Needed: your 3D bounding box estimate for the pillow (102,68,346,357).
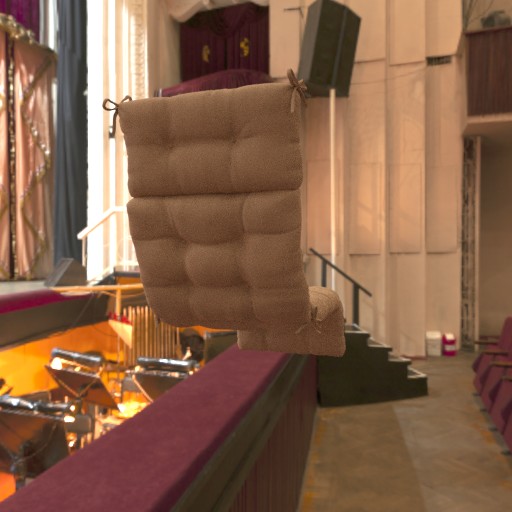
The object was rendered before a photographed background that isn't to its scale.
[{"bbox_3d":[0.000,0.000,1.528,0.526,0.863,1.016,0,0,18],"label":"pillow"}]
